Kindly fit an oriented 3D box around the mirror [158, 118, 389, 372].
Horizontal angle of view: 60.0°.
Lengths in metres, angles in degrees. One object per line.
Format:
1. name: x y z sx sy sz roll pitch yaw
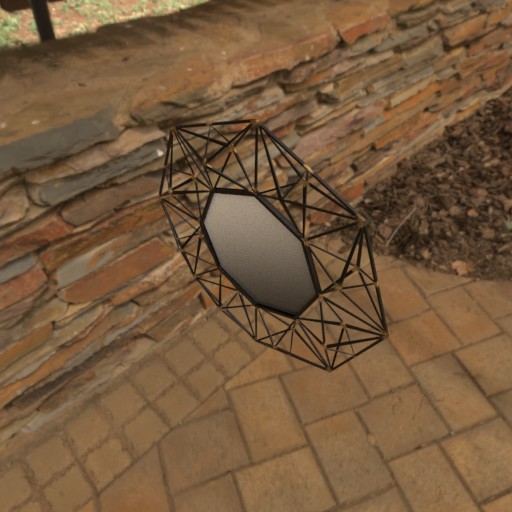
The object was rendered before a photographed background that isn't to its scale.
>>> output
1. mirror: 0.000 0.000 1.064 0.710 0.710 0.094 31 53 28
